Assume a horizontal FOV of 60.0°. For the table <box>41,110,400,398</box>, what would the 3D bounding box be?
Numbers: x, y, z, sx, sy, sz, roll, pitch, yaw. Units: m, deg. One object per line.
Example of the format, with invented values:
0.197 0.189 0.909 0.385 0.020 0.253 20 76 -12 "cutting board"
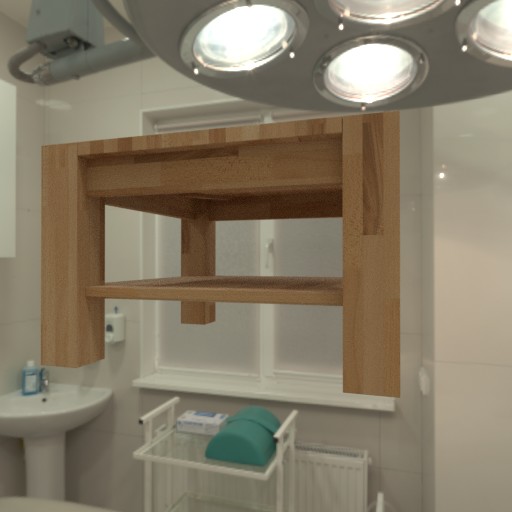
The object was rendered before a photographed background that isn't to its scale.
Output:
0.000 0.000 1.133 0.700 0.451 0.700 0 0 18 "table"
